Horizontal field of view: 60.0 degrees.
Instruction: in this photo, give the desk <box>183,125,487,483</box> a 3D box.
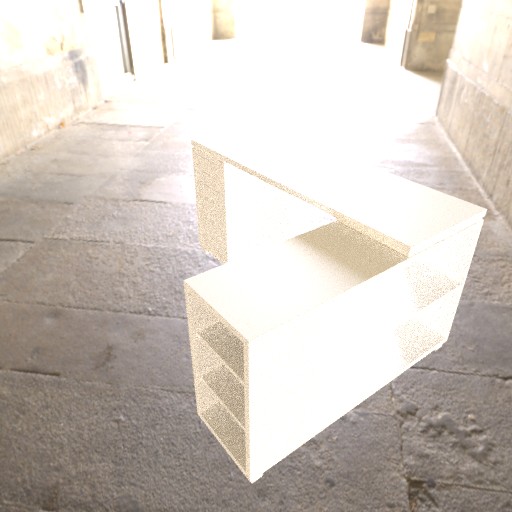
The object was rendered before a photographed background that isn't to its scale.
[{"bbox_3d":[0.000,0.000,2.209,1.199,0.759,1.524,-22,38,-31],"label":"desk"}]
